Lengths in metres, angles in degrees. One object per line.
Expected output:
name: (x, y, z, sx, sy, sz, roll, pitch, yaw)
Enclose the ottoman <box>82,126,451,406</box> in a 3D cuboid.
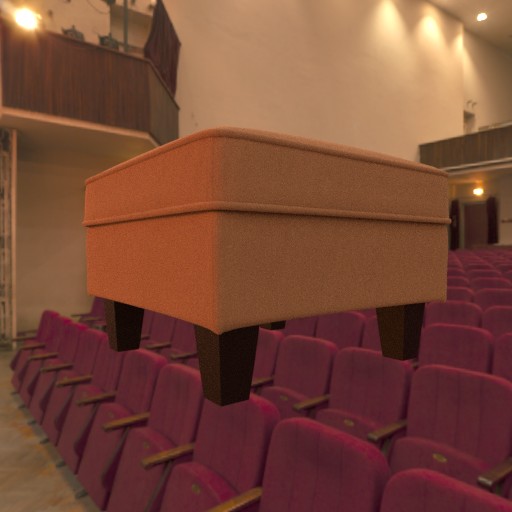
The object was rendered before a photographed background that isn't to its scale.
ottoman: (0.000, 0.000, 1.000, 0.613, 0.438, 0.616, -1, 1, -37)
